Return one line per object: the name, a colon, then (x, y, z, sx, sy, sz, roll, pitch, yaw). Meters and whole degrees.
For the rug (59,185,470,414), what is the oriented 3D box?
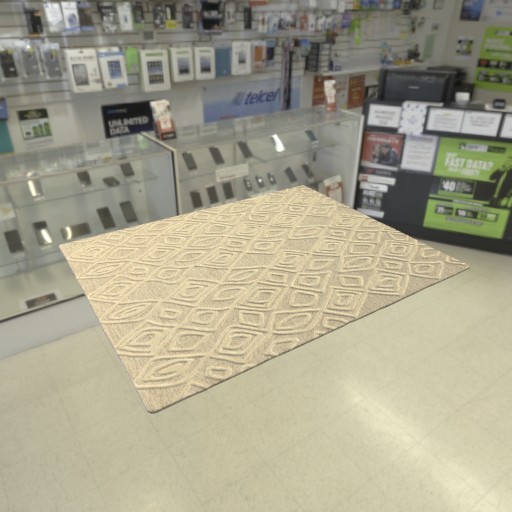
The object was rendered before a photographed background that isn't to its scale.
rug: (0.000, 0.000, 4.170, 3.049, 0.025, 2.449, -18, 34, -28)
